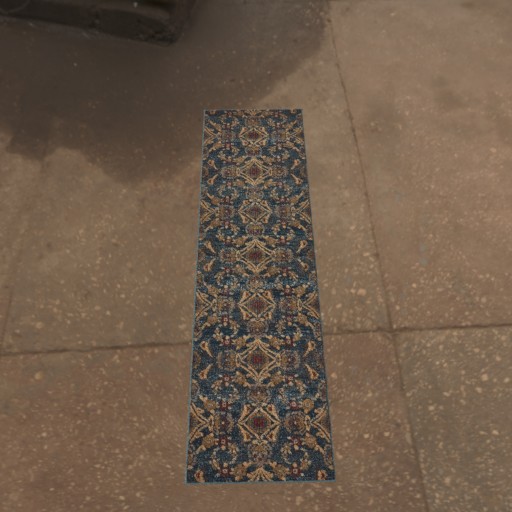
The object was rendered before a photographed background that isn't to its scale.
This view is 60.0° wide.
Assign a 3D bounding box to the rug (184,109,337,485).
[{"bbox_3d":[0.000,0.000,2.511,0.685,0.014,2.292,-1,62,0],"label":"rug"}]
